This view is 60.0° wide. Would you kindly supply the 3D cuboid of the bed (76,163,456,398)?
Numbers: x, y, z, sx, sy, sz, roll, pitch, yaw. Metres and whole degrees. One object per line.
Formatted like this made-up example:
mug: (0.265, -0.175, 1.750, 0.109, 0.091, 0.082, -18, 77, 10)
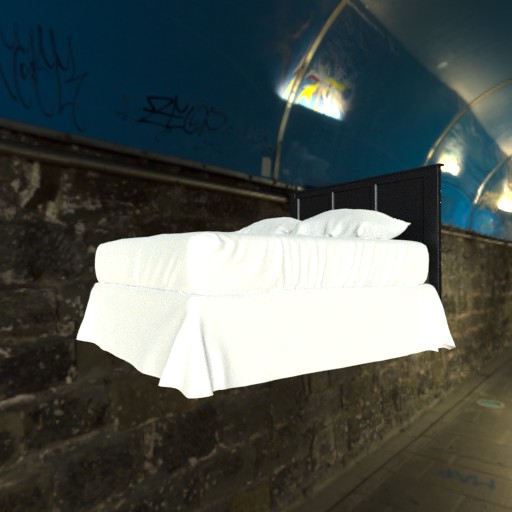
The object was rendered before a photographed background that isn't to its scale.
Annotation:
bed: (0.000, 0.000, 3.150, 2.050, 1.270, 1.870, 1, -1, -35)
